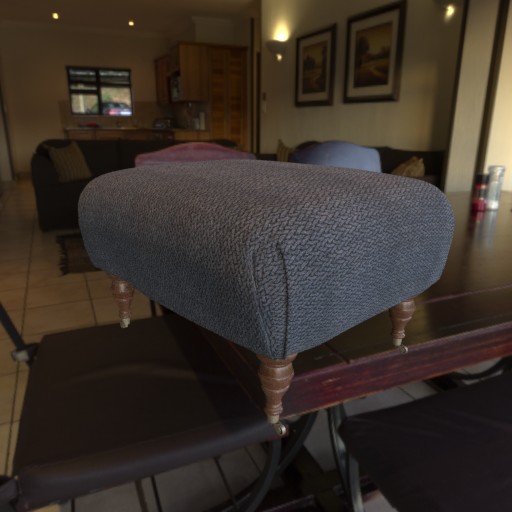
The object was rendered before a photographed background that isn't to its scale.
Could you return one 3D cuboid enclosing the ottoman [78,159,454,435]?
[{"bbox_3d":[0.000,0.000,1.103,0.622,0.450,0.747,-15,22,-41],"label":"ottoman"}]
